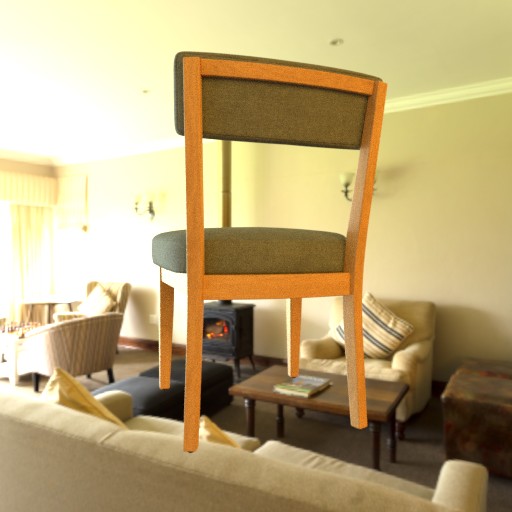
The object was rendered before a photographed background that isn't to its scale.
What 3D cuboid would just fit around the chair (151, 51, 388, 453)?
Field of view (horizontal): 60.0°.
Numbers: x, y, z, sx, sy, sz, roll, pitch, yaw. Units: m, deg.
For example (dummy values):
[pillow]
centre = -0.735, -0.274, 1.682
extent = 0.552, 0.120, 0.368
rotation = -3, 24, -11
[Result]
[chair]
centre = 0.000, 0.000, 1.177
extent = 0.508, 0.832, 0.572
rotation = 0, 1, -17
